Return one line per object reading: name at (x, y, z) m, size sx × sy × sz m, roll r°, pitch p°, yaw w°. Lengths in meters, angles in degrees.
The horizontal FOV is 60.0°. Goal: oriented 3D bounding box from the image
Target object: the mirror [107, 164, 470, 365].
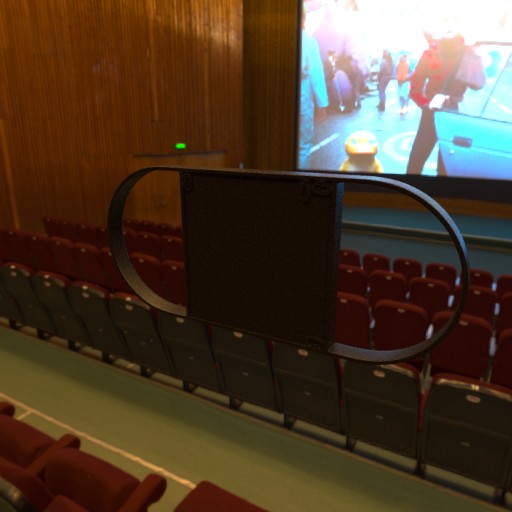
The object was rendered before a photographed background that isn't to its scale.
mirror at (0.000, 0.000, 0.669) m, size 0.584 × 0.254 × 0.032 m, roll 9°, pitch 19°, yaw 27°
